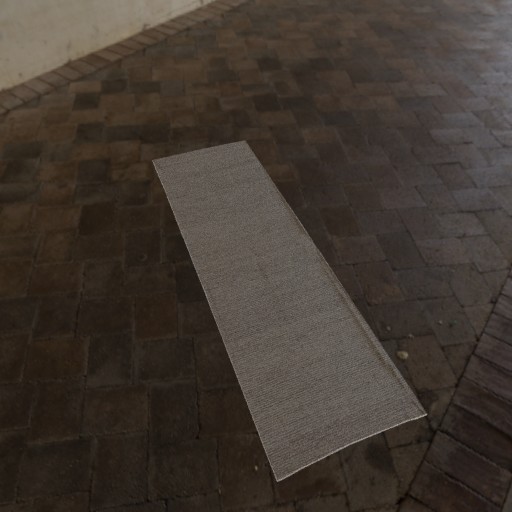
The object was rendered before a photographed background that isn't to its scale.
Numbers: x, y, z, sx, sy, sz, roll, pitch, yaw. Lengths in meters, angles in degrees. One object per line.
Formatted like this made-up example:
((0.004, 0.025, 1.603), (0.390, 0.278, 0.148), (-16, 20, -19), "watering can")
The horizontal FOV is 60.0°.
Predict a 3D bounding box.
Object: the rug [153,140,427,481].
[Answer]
((0.000, 0.000, 2.647), (0.741, 0.014, 2.390), (-16, 49, -14), "rug")
